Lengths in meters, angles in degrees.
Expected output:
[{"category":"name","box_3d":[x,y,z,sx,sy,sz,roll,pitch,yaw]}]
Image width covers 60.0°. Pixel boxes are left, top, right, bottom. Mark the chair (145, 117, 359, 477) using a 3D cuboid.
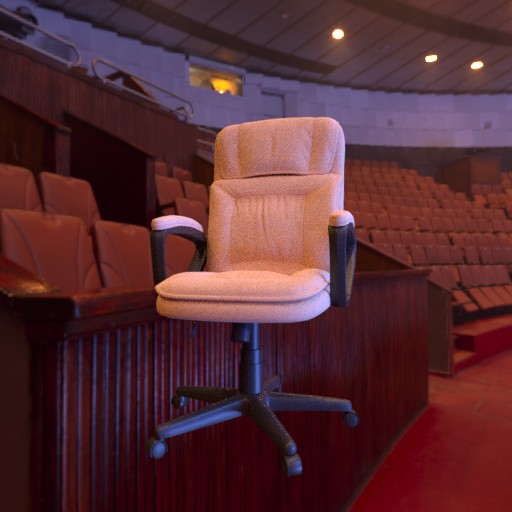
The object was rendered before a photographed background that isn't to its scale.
[{"category":"chair","box_3d":[0.000,0.000,1.484,0.667,1.105,0.724,0,0,16]}]
